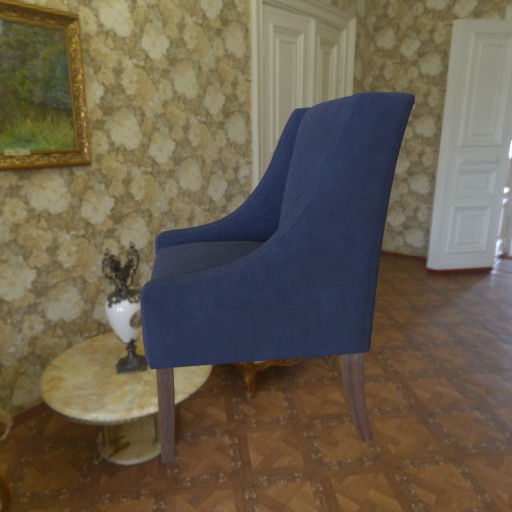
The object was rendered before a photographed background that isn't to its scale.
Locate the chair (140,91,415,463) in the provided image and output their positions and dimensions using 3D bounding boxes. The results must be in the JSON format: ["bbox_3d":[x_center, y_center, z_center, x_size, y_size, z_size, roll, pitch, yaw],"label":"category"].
[{"bbox_3d":[0.000,0.000,1.329,0.629,0.895,0.629,-2,15,-8],"label":"chair"}]
